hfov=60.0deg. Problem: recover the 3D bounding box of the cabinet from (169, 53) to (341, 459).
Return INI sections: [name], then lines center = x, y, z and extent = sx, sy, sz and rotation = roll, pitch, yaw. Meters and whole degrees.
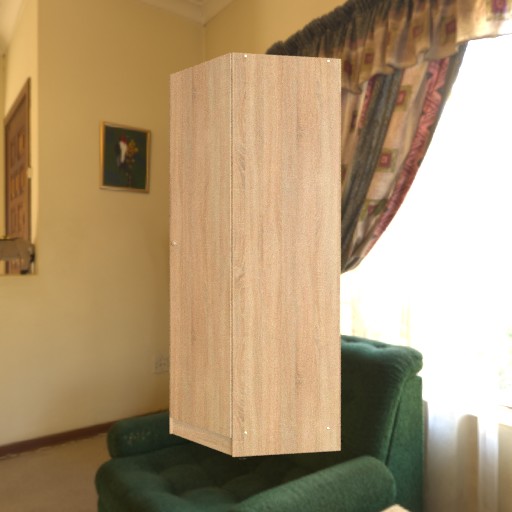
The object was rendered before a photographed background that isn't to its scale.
[cabinet]
center = 0.000, 0.000, 2.879
extent = 1.327, 2.120, 1.094
rotation = 0, 0, 38
